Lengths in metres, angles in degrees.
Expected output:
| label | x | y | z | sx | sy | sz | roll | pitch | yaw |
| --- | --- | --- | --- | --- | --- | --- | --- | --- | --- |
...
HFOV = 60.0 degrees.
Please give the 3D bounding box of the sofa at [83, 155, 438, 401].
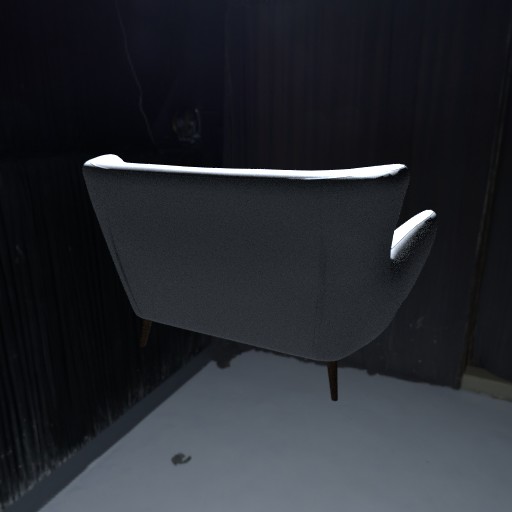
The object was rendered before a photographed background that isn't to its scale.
| label | x | y | z | sx | sy | sz | roll | pitch | yaw |
| --- | --- | --- | --- | --- | --- | --- | --- | --- | --- |
| sofa | 0.000 | 0.000 | 1.994 | 1.424 | 0.878 | 0.921 | 8 | 18 | 26 |
